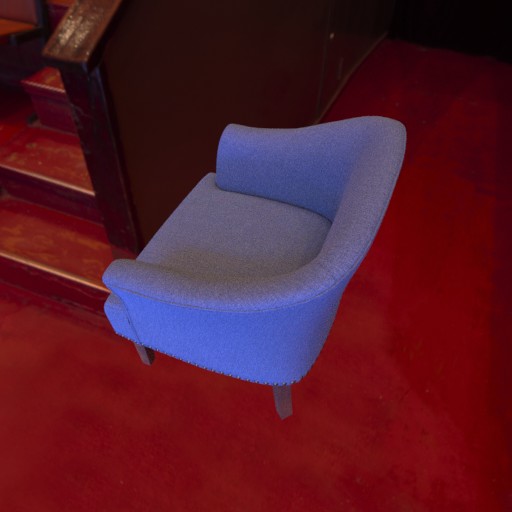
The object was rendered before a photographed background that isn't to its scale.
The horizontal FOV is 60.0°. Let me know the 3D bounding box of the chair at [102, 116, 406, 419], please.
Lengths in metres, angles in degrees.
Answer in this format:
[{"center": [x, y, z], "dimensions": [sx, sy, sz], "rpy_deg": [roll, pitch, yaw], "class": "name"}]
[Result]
[{"center": [0.000, 0.000, 1.405], "dimensions": [0.704, 0.815, 0.798], "rpy_deg": [17, 49, 15], "class": "chair"}]
